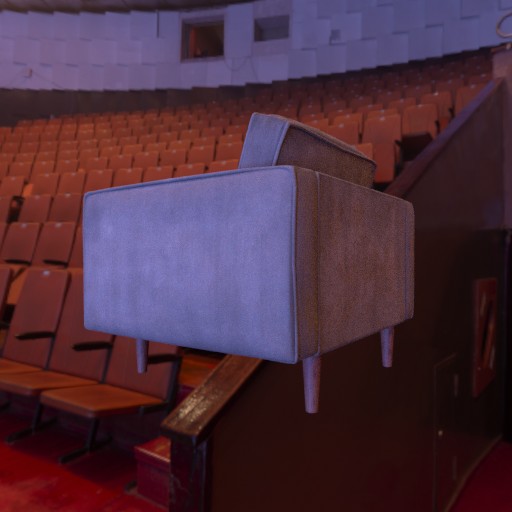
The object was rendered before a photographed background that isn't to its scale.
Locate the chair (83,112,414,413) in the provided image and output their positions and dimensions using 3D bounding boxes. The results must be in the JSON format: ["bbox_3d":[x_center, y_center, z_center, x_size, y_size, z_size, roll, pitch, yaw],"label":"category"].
[{"bbox_3d":[0.000,0.000,1.549,0.843,0.773,0.928,0,0,36],"label":"chair"}]
